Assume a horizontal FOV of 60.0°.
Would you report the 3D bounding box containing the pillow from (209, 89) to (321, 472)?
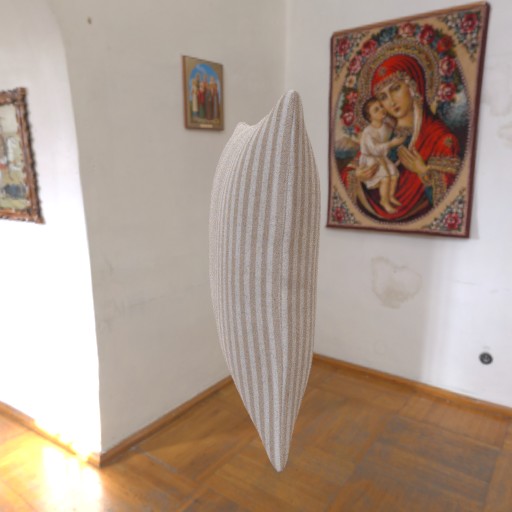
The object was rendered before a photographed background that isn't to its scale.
[{"bbox_3d":[0.000,0.000,0.816,0.166,0.510,0.523,-2,13,-9],"label":"pillow"}]
